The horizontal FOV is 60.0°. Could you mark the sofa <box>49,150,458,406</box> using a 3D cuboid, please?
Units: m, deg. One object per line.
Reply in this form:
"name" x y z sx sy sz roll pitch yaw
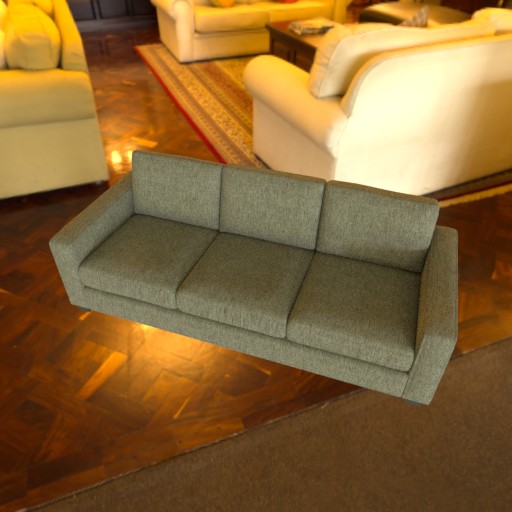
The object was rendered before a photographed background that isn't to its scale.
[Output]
"sofa" 0.000 0.000 2.600 2.160 0.800 0.900 13 41 15
